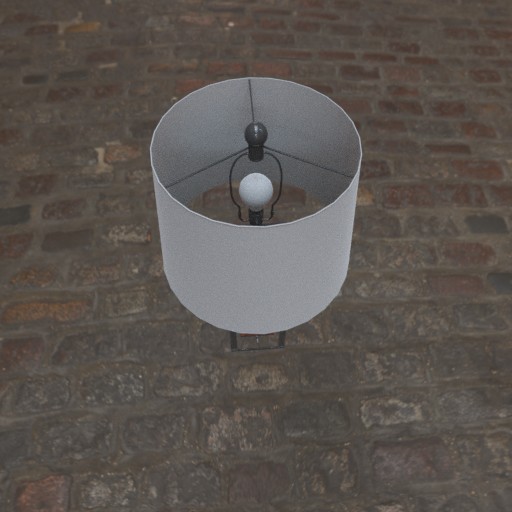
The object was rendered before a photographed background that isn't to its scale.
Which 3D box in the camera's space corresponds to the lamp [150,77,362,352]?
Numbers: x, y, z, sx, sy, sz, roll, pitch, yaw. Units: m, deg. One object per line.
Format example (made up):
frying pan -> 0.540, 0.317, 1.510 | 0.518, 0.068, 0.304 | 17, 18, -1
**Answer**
lamp -> 0.000, 0.000, 0.788 | 0.320, 0.591, 0.320 | 0, 57, 0
